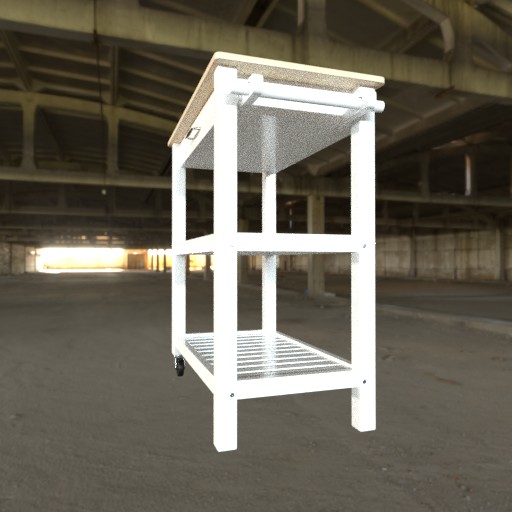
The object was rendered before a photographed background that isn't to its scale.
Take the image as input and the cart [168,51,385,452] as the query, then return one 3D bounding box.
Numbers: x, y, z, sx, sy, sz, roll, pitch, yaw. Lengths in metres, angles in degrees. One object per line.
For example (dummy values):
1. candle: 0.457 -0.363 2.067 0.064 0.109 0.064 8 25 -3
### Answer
1. cart: 0.000 0.000 1.446 0.457 0.927 0.899 0 -1 -19
